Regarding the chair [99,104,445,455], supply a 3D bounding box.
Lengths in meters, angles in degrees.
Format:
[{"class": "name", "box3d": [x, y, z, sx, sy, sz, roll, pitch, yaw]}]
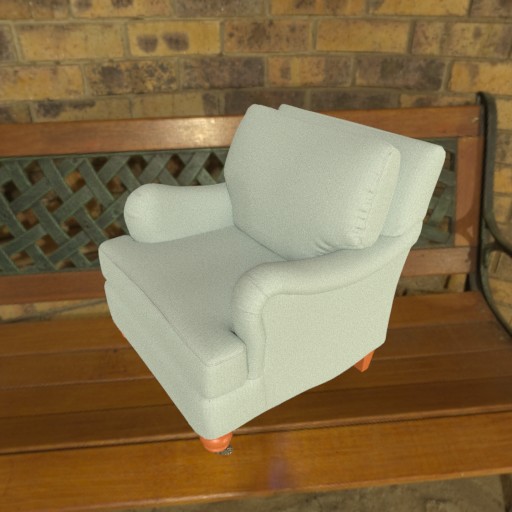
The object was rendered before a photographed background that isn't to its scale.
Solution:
[{"class": "chair", "box3d": [0.000, 0.000, 1.840, 1.070, 1.038, 0.955, -21, 36, -31]}]
